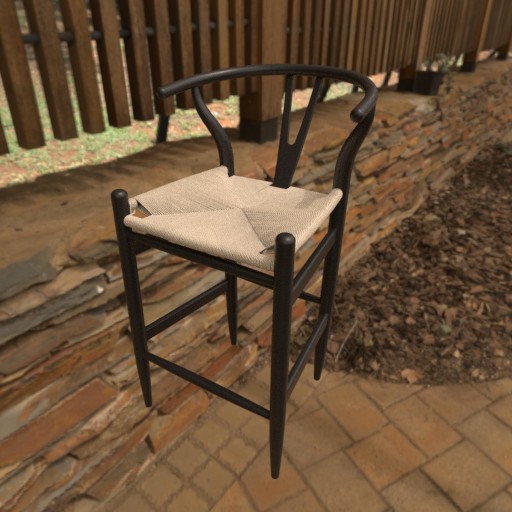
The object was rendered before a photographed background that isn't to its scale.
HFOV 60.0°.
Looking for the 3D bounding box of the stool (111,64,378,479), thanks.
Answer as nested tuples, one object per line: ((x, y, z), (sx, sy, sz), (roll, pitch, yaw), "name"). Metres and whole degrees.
((0.000, 0.000, 1.274), (0.569, 0.970, 0.579), (17, 33, 28), "stool")
